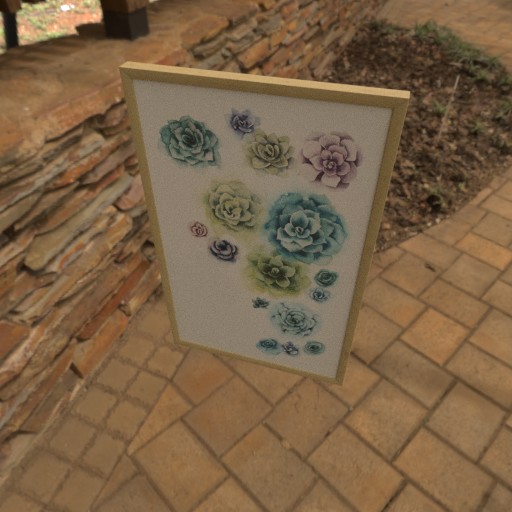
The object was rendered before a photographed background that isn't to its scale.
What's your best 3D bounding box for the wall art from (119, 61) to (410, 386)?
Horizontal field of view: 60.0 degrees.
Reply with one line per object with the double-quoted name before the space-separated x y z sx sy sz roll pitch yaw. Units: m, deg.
"wall art" 0.000 0.000 1.024 0.510 0.810 0.039 11 42 13
